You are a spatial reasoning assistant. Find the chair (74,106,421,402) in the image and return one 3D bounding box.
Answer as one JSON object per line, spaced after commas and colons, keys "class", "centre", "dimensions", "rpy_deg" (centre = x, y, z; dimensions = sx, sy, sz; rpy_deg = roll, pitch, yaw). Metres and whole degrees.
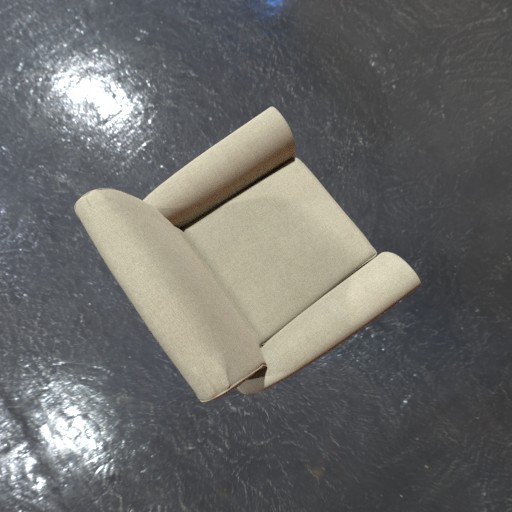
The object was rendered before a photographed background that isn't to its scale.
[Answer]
{"class": "chair", "centre": [0.000, 0.000, 1.819], "dimensions": [0.905, 1.061, 0.978], "rpy_deg": [-35, 77, -9]}
